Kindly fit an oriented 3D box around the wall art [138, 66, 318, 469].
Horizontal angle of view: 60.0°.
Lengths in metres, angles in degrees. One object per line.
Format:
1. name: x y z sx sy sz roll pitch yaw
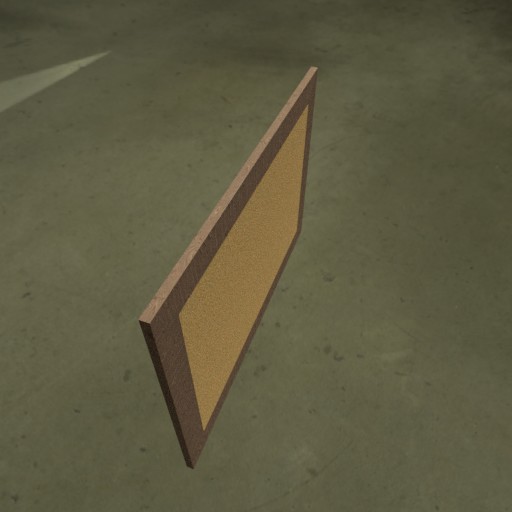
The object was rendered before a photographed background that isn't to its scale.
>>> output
1. wall art: 0.000 0.000 1.168 0.019 0.626 0.917 15 48 14
